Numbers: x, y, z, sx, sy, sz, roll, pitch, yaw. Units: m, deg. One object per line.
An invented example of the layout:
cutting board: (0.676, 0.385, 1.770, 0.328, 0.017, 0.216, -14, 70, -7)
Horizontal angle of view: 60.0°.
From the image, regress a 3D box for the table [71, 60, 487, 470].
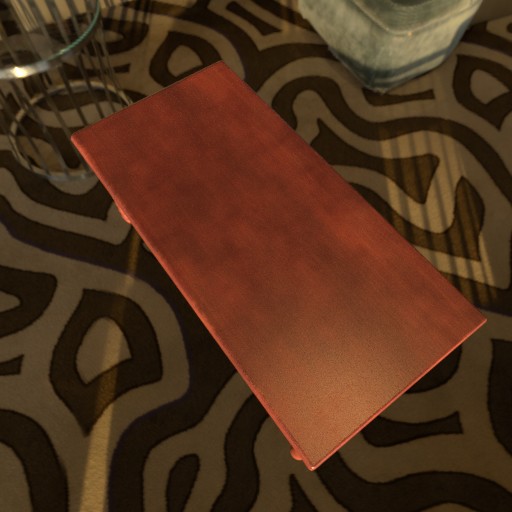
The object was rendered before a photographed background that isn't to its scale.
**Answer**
table: (0.000, 0.000, 1.450, 0.580, 0.485, 1.171, -33, 68, -16)
